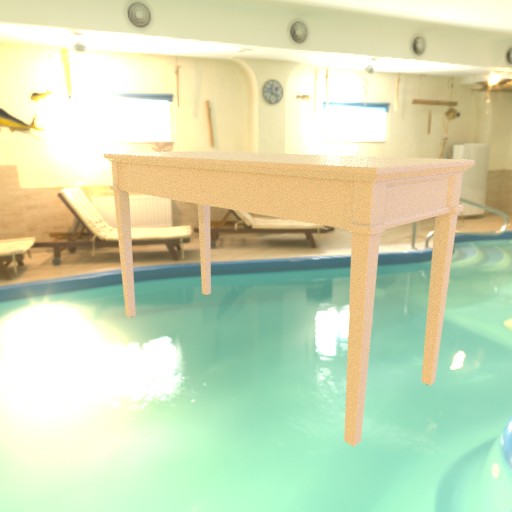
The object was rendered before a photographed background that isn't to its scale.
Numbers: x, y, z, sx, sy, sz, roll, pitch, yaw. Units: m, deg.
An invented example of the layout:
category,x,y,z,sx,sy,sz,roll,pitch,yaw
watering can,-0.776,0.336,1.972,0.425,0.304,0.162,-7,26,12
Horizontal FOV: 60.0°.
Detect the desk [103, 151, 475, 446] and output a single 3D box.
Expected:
category,x,y,z,sx,sy,sz,roll,pitch,yaw
desk,0.000,0.000,1.760,0.559,0.774,1.372,-14,20,-42
